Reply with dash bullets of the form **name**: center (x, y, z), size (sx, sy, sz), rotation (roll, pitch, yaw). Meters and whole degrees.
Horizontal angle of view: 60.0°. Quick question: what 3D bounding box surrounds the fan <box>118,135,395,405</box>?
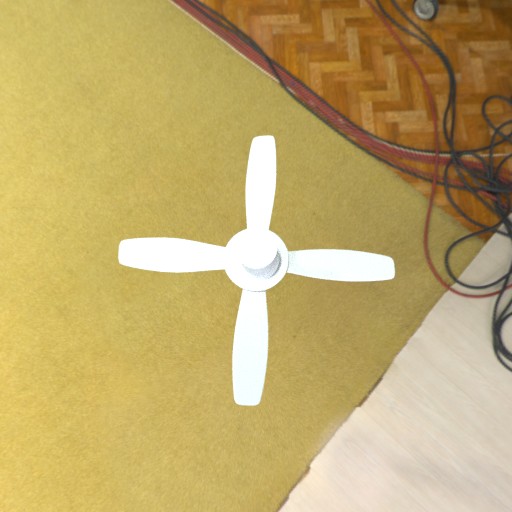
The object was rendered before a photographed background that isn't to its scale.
- **fan**: center (0.000, 0.000, 2.617), size (1.693, 0.382, 1.694), rotation (3, 76, 1)
